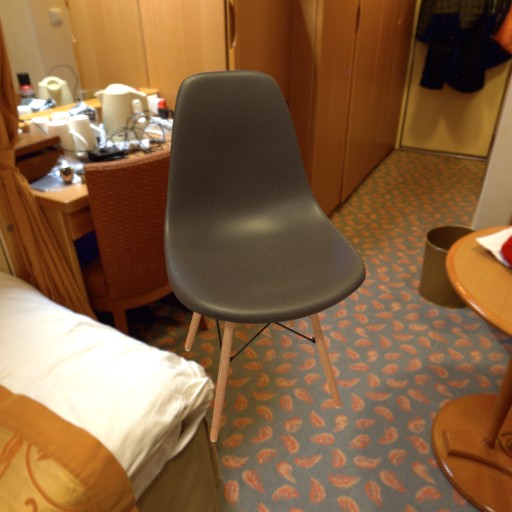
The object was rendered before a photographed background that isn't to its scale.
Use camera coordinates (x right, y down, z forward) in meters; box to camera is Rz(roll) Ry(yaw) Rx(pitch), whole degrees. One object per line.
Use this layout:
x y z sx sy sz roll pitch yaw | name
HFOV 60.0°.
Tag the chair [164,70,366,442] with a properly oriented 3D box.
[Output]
0.000 0.000 1.150 0.470 0.825 0.533 -9 32 -15 | chair
